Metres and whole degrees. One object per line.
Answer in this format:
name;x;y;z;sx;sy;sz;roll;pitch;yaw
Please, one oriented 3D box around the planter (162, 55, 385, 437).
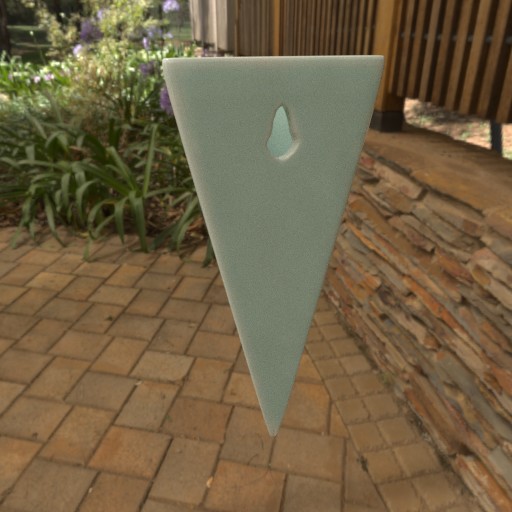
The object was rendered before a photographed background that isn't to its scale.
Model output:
planter;0.000;0.000;0.214;0.080;0.178;0.064;-8;27;-15
